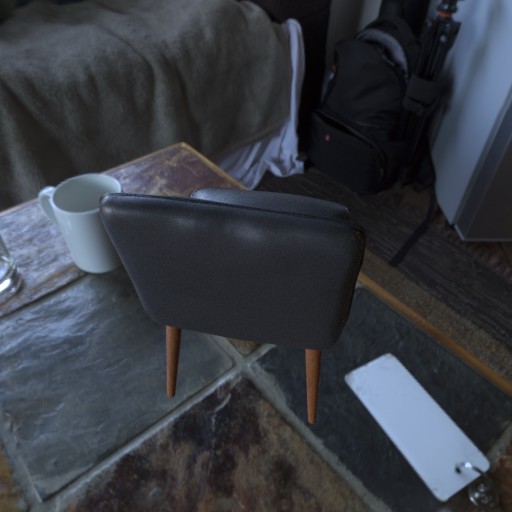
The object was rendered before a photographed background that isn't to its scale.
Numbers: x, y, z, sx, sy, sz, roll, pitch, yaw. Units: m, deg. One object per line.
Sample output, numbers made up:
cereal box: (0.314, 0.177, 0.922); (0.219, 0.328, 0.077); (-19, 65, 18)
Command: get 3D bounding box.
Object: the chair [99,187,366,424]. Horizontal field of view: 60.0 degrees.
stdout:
chair: (0.000, 0.000, 1.240); (0.543, 0.801, 0.645); (4, 46, 4)
